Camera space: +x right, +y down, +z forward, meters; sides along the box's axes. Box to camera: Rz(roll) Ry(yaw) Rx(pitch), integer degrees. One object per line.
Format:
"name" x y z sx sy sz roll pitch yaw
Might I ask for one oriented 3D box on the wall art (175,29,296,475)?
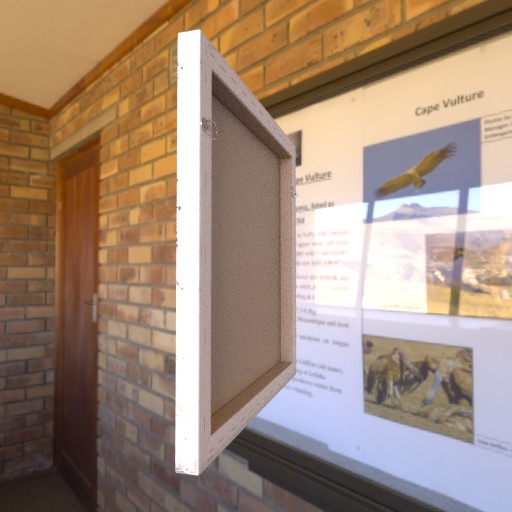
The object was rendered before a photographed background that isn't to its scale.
"wall art" 0.000 0.000 0.896 0.040 0.611 0.610 -1 -2 17
